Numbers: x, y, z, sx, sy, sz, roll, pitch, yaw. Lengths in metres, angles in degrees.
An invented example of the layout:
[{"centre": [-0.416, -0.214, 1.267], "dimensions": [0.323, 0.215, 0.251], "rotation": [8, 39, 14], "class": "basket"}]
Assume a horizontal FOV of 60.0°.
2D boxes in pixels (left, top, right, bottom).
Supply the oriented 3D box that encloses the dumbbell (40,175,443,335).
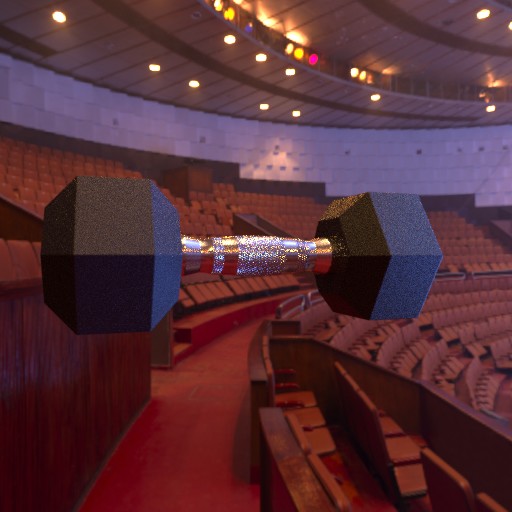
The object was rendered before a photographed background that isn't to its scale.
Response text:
[{"centre": [0.000, 0.000, 0.317], "dimensions": [0.272, 0.092, 0.106], "rotation": [0, 0, -18], "class": "dumbbell"}]
